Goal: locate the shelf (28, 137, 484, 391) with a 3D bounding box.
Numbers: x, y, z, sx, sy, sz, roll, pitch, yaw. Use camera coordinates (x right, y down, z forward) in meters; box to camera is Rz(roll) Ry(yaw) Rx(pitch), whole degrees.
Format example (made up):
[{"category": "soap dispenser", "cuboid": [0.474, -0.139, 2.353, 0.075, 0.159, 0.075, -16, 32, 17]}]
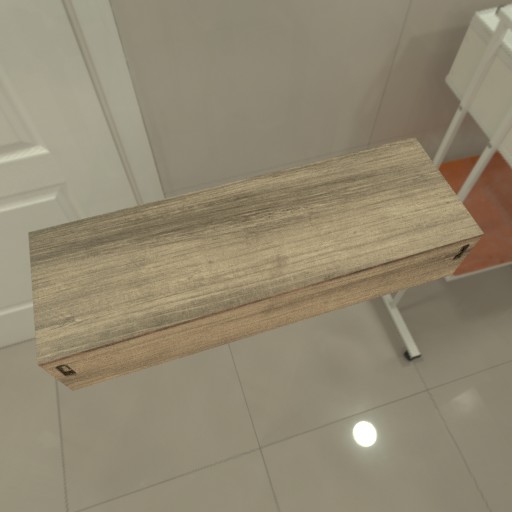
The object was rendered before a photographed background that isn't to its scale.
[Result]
[{"category": "shelf", "cuboid": [0.000, 0.000, 0.677, 0.610, 0.125, 0.200, -15, 60, -9]}]
